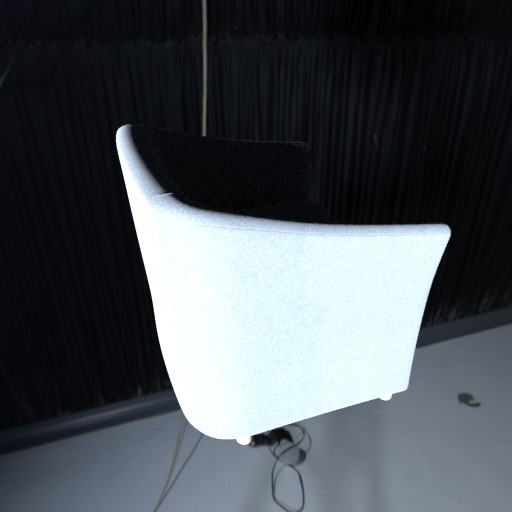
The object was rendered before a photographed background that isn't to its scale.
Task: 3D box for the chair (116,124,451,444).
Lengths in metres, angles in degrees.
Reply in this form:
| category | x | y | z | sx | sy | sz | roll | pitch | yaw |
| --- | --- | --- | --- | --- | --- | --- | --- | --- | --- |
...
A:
| category | x | y | z | sx | sy | sz | roll | pitch | yaw |
| --- | --- | --- | --- | --- | --- | --- | --- | --- | --- |
| chair | 0.000 | 0.000 | 1.345 | 0.700 | 0.720 | 0.790 | -10 | 31 | -17 |
